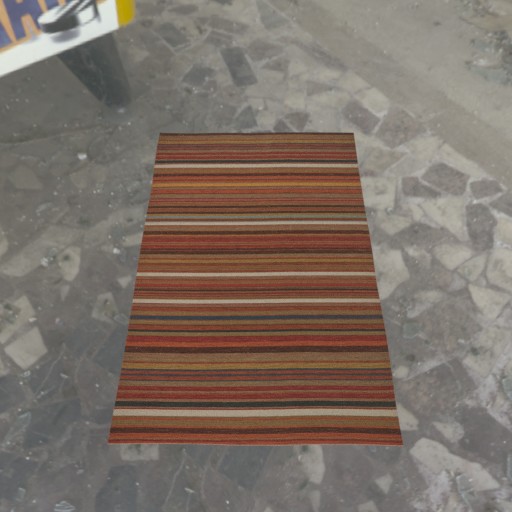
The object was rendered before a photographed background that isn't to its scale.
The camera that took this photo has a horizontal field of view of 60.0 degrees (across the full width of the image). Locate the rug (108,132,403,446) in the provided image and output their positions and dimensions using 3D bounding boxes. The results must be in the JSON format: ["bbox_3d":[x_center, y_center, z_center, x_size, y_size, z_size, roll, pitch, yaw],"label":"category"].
[{"bbox_3d":[0.000,0.000,2.298,1.217,0.007,1.828,0,58,0],"label":"rug"}]
